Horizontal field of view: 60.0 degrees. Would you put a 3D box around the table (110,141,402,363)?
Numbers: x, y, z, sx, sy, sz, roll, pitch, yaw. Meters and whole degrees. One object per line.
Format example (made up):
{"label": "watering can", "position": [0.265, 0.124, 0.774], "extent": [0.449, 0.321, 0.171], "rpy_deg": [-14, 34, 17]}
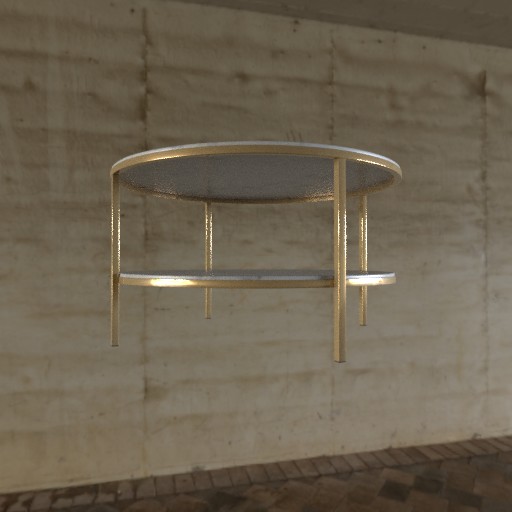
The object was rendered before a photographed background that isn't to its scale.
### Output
{"label": "table", "position": [0.000, 0.000, 1.278], "extent": [0.800, 0.450, 0.800], "rpy_deg": [0, -1, 0]}
